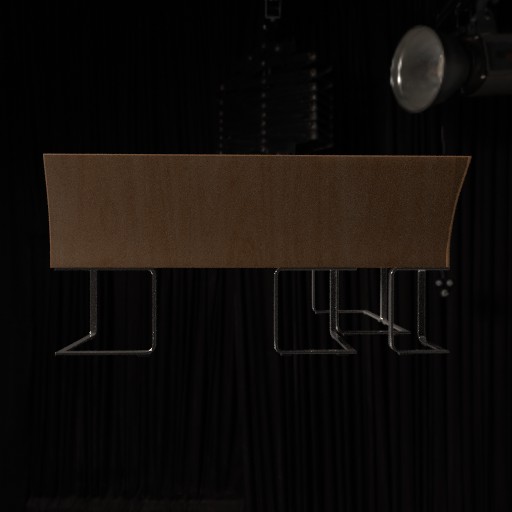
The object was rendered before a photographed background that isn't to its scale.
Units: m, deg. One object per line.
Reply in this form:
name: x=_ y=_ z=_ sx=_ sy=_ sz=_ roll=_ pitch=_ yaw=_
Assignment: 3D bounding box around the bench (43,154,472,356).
bench: x=0.000 y=0.000 z=2.763 sx=1.945 sy=0.930 sz=1.495 roll=0 pitch=1 yaw=-1
